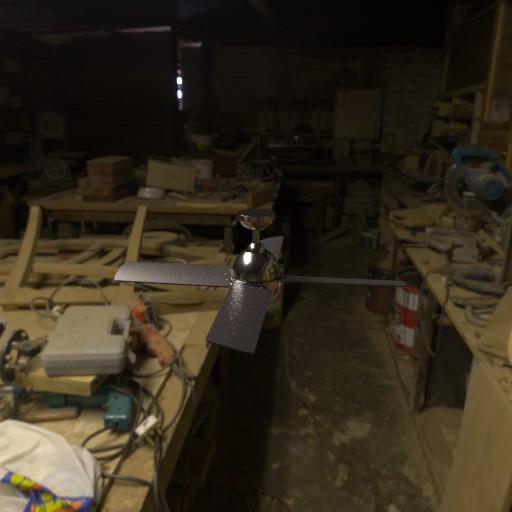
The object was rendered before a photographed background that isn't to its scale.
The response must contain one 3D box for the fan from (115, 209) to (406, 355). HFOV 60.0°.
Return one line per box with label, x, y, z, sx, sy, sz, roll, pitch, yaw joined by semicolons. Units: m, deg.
fan;0.000;0.000;2.020;1.332;0.403;1.332;2;18;7
